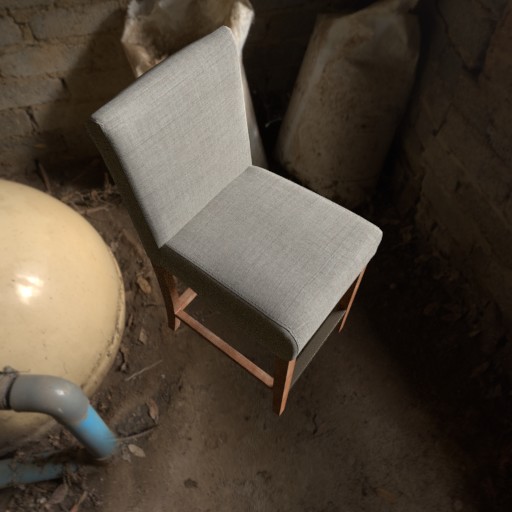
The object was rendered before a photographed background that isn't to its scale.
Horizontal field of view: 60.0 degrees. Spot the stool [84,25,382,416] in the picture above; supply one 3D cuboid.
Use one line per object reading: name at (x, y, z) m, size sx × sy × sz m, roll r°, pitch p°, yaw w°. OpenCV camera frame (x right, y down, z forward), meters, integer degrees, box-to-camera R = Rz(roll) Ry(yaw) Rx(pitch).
stool at (0.000, 0.000, 1.307) m, size 0.567 × 1.039 × 0.454 m, roll 33°, pitch 63°, yaw 19°
